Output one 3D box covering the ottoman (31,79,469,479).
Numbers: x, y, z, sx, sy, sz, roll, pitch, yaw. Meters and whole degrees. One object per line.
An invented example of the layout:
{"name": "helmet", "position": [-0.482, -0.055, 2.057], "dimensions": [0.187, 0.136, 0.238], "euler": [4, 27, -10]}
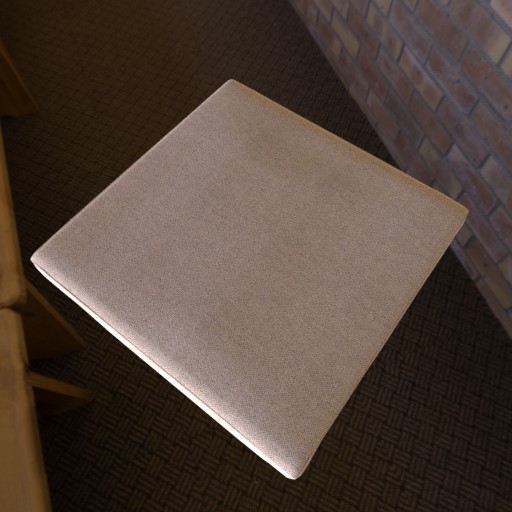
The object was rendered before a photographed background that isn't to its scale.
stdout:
{"name": "ottoman", "position": [0.000, 0.000, 1.490], "dimensions": [0.982, 0.381, 0.973], "euler": [34, 68, 16]}
